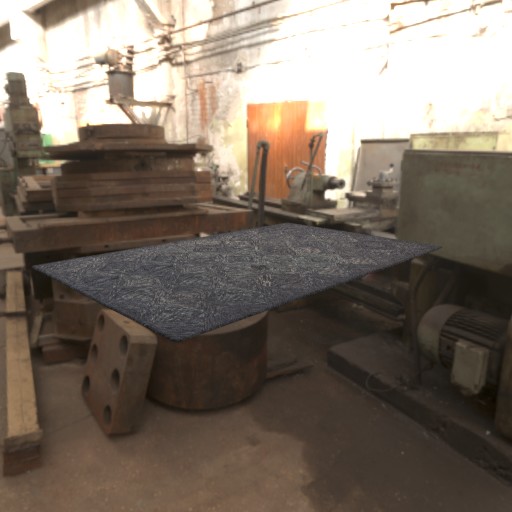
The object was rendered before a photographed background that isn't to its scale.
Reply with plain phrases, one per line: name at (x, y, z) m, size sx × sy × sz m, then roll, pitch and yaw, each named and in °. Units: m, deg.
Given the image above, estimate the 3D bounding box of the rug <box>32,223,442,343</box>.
rug at (0.000, 0.000, 2.218) m, size 1.754 × 0.010 × 1.139 m, roll -13°, pitch 19°, yaw -43°
